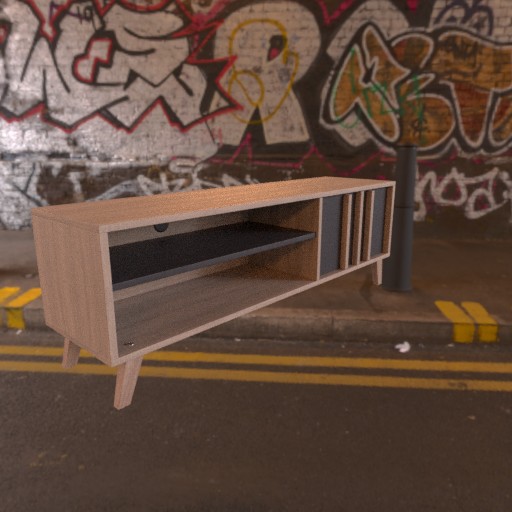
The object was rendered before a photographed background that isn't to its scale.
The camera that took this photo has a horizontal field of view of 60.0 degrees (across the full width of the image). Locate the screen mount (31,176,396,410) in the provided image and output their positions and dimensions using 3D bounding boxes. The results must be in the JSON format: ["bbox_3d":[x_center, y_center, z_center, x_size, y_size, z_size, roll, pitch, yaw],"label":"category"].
[{"bbox_3d":[0.000,0.000,1.752,0.401,0.509,1.500,13,20,41],"label":"screen mount"}]
